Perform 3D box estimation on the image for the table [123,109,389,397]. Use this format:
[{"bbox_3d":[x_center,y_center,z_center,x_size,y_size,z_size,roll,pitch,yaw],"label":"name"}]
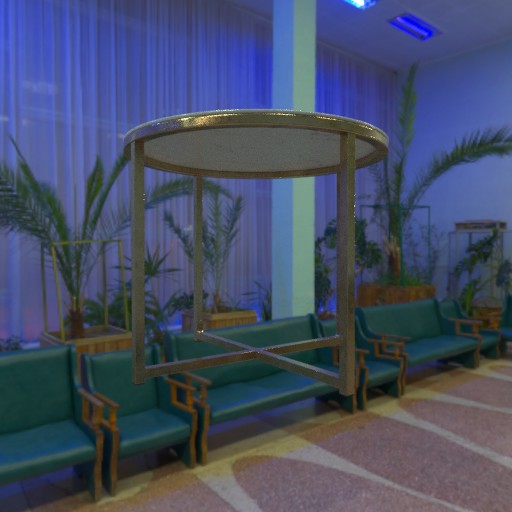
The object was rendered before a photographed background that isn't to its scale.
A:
[{"bbox_3d":[0.000,0.000,0.873,0.500,0.420,0.500,0,1,0],"label":"table"}]
